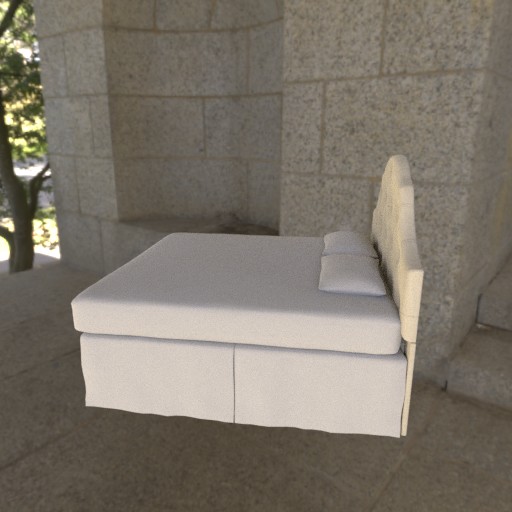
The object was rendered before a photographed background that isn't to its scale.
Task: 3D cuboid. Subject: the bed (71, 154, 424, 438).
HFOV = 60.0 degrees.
[{"bbox_3d":[0.000,0.000,3.449,2.086,1.555,2.012,2,16,9],"label":"bed"}]
